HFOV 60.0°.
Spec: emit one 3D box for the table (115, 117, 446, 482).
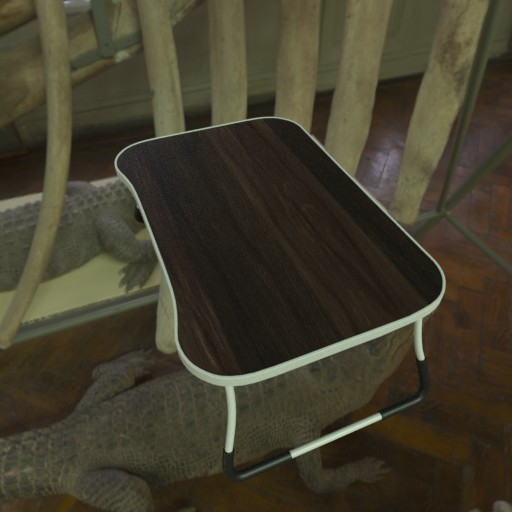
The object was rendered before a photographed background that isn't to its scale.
[{"bbox_3d":[0.000,0.000,0.839,0.400,0.232,0.660,-16,47,-16],"label":"table"}]
